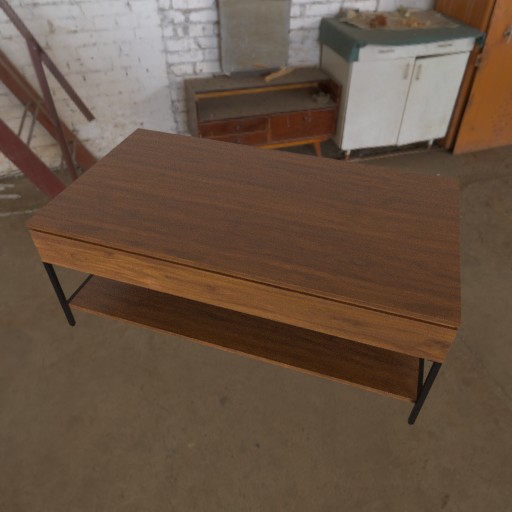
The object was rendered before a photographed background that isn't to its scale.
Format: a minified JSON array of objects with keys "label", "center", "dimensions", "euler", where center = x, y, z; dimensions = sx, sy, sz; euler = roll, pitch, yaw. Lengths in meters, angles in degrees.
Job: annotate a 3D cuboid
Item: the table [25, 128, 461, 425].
[{"label":"table","center":[0.000,0.000,1.351],"dimensions":[1.057,0.414,0.574],"euler":[12,43,14]}]
